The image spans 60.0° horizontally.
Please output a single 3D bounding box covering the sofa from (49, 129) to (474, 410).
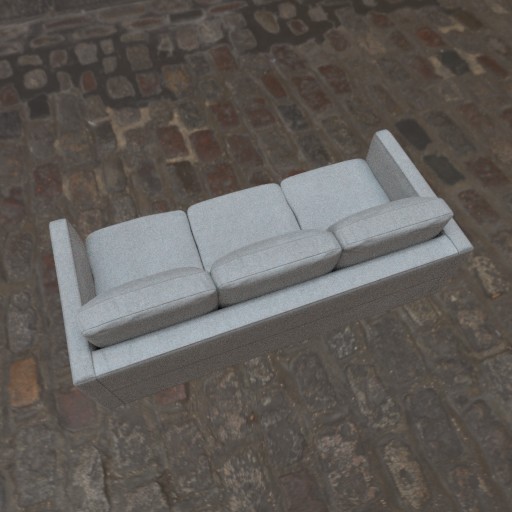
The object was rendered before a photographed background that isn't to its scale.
[{"bbox_3d":[0.000,0.000,2.477,1.983,0.918,0.944,-17,61,-10],"label":"sofa"}]
